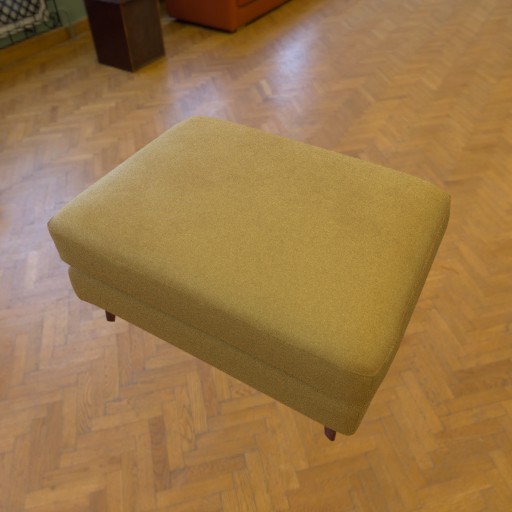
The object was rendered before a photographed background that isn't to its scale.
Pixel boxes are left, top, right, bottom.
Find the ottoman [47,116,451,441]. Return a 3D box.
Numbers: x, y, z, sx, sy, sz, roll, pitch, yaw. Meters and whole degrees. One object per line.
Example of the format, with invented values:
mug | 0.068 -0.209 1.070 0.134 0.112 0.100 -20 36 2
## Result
ottoman | 0.000 0.000 1.153 0.811 0.449 0.608 22 50 20
